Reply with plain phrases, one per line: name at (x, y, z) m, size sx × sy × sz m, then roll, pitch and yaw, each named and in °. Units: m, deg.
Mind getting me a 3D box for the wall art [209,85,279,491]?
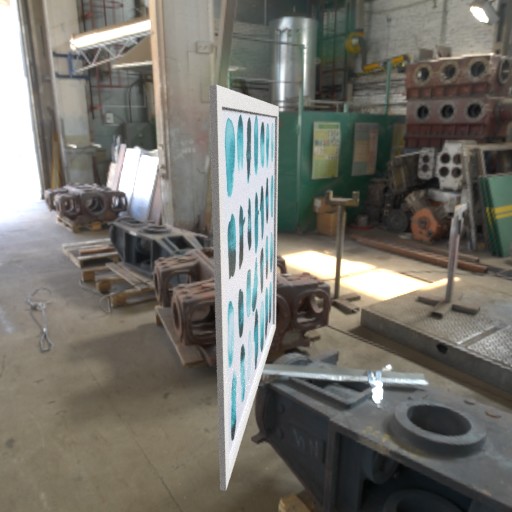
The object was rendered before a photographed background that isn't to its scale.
wall art at (0.000, 0.000, 0.838) m, size 0.009 × 0.559 × 0.558 m, roll 3°, pitch 16°, yaw 10°
